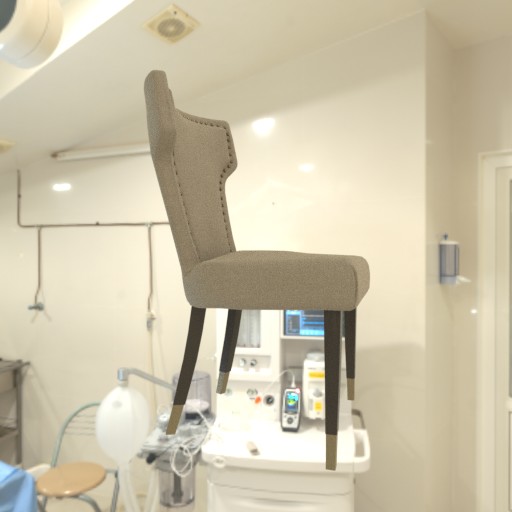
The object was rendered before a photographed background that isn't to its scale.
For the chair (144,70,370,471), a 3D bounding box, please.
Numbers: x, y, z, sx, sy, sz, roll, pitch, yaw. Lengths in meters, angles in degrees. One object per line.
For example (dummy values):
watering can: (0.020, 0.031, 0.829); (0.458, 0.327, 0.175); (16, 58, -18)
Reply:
chair: (0.000, 0.000, 1.306); (0.630, 0.955, 0.526); (0, 0, 17)
